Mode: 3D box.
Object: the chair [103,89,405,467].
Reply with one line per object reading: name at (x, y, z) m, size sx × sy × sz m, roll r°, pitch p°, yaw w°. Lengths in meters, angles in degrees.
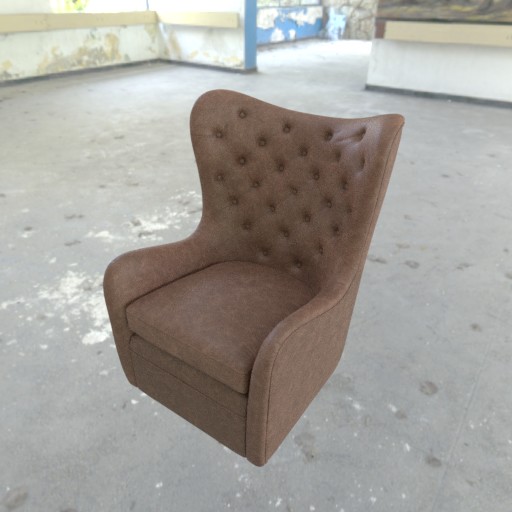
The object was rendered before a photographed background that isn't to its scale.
chair at (0.000, 0.000, 1.728) m, size 0.831 × 1.079 × 0.930 m, roll 20°, pitch 36°, yaw 30°
